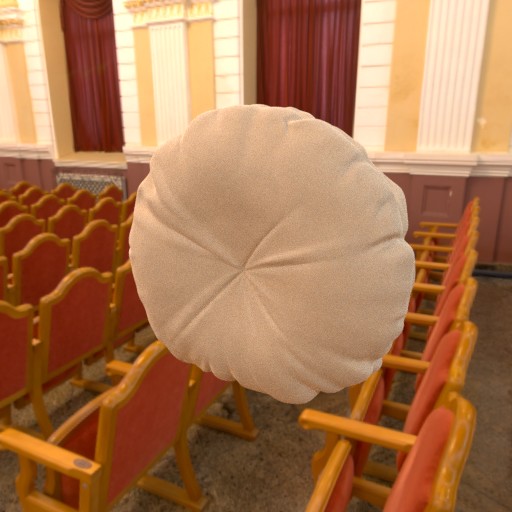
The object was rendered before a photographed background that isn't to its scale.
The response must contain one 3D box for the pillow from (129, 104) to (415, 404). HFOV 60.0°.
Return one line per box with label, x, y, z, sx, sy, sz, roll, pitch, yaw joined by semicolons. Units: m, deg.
pillow;0.000;0.000;0.628;0.428;0.407;0.148;8;18;25
